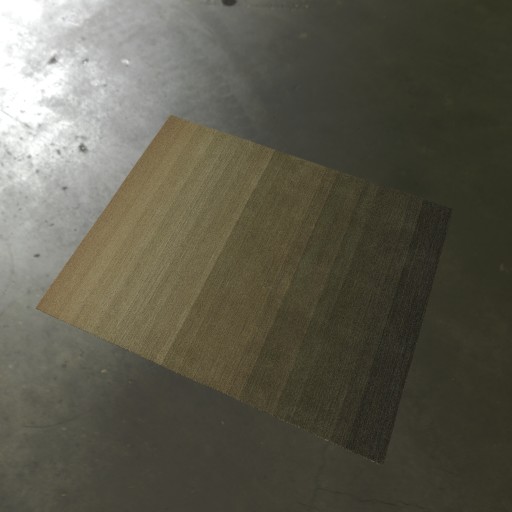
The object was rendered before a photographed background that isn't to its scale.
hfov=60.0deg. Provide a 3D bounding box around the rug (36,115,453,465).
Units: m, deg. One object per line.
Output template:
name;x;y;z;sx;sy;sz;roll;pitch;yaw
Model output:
rug;0.000;0.000;3.835;2.932;0.015;2.315;21;65;10
